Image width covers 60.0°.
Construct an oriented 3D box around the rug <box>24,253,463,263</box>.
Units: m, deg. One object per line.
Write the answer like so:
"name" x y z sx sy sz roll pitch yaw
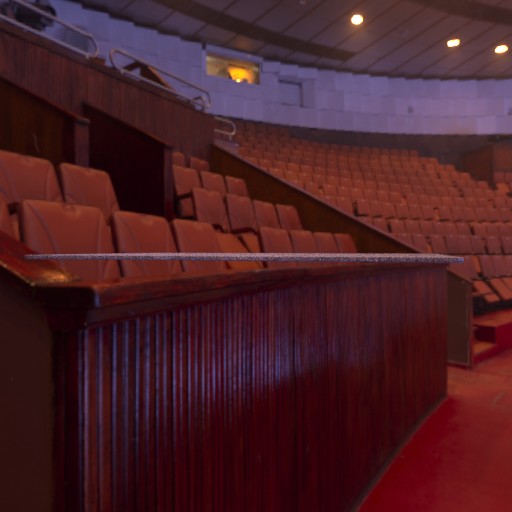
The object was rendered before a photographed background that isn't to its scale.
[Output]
"rug" 0.000 0.000 3.407 2.699 0.026 1.802 0 1 18
